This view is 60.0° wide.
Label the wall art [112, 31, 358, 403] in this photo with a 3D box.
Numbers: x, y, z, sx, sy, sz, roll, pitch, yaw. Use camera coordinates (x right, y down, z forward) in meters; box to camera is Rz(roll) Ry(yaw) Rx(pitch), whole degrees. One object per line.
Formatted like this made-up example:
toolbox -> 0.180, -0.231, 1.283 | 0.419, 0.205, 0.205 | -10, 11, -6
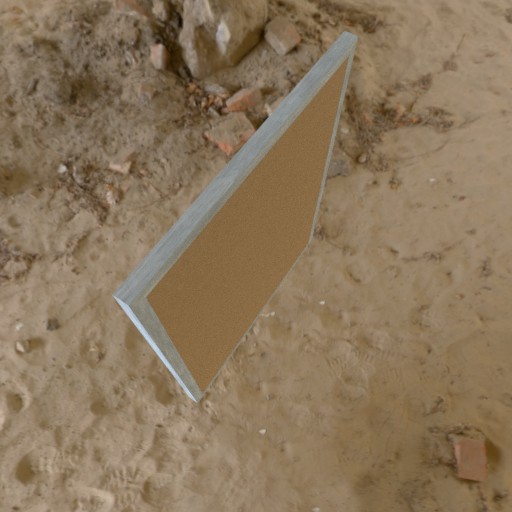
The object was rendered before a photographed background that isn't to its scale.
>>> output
wall art -> 0.000, 0.000, 0.785 | 0.022, 0.582, 0.479 | 31, 67, 15
